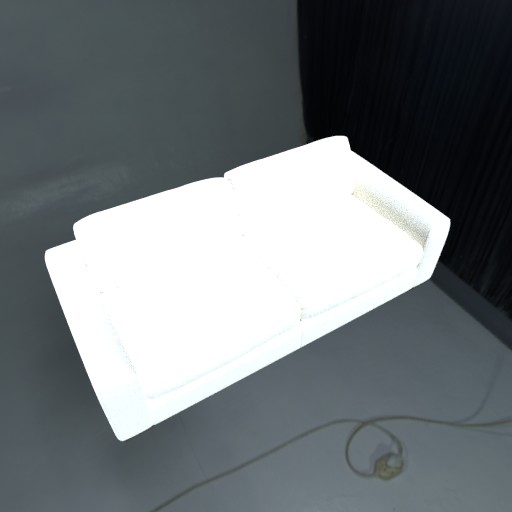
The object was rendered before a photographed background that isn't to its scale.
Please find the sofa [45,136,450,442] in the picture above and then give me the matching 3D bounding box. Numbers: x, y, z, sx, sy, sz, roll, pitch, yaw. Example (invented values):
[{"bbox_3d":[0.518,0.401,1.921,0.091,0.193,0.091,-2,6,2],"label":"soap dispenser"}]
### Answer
[{"bbox_3d":[0.000,0.000,2.750,2.262,0.801,1.070,-23,48,-22],"label":"sofa"}]
